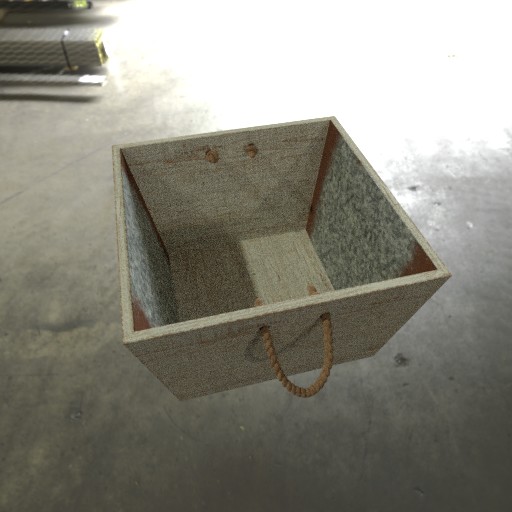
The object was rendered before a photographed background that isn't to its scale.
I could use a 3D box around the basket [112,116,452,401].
[{"bbox_3d":[0.000,0.000,0.758,0.413,0.247,0.545,-10,48,-10],"label":"basket"}]
